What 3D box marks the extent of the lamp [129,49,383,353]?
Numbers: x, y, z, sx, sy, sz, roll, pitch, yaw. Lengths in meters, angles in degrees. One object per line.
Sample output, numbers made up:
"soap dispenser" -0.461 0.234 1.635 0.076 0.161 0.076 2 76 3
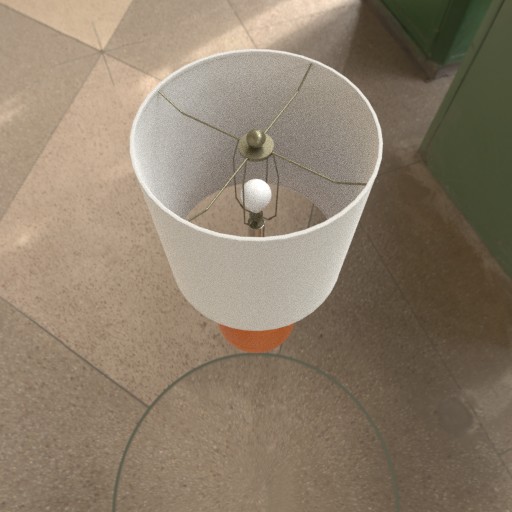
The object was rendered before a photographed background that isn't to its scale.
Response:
"lamp" 0.000 0.000 1.119 0.418 0.871 0.418 -18 63 -10
